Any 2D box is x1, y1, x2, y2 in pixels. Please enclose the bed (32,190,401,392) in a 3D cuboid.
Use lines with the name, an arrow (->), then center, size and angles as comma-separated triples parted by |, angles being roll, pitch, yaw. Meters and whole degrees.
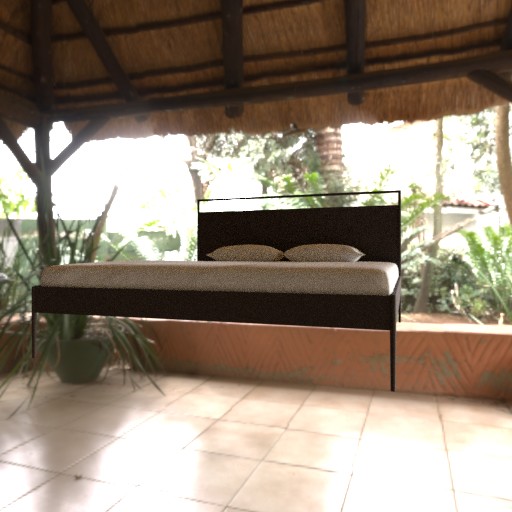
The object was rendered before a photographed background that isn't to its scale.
bed -> 0.000, 0.000, 3.234 | 1.993, 1.173, 2.151 | 0, 0, 19
